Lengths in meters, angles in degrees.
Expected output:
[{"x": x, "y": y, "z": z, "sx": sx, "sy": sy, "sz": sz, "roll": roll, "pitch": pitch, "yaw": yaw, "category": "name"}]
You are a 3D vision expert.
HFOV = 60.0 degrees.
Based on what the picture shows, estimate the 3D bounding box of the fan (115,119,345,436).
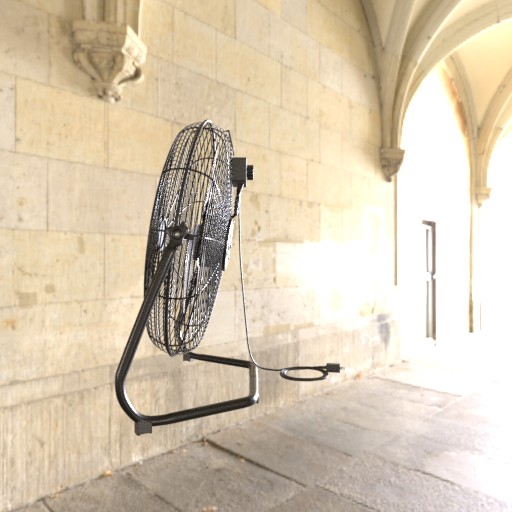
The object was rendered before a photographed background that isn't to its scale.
[{"x": 0.000, "y": 0.000, "z": 1.023, "sx": 0.470, "sy": 0.605, "sz": 0.595, "roll": 0, "pitch": 0, "yaw": 0, "category": "fan"}]
